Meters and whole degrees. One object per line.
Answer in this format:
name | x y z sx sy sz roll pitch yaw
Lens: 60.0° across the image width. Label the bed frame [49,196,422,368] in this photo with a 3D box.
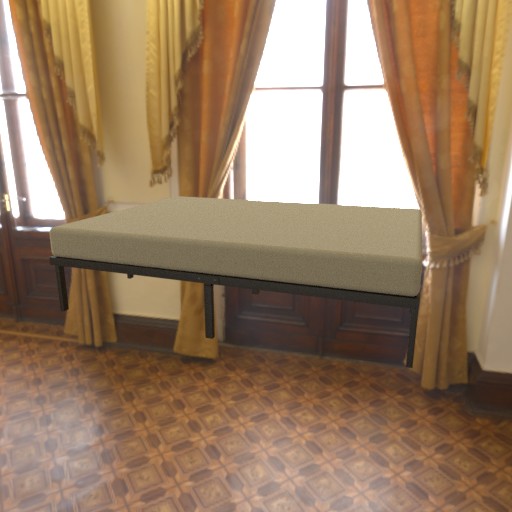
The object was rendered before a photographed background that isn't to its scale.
bed frame | 0.000 0.000 3.793 2.842 0.680 2.205 8 17 26
